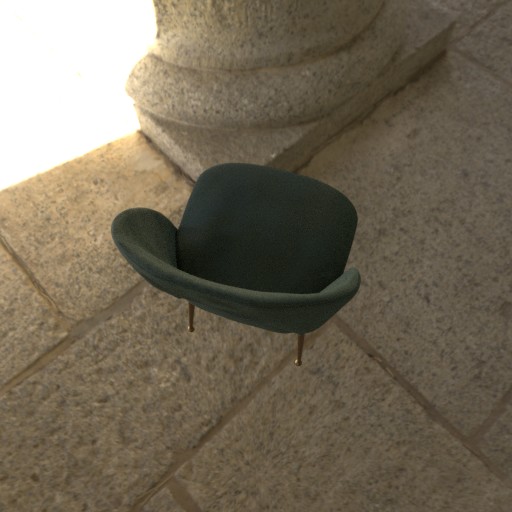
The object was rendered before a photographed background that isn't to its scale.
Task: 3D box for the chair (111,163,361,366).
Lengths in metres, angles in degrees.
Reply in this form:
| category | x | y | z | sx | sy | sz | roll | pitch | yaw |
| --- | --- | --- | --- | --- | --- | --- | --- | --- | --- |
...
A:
| category | x | y | z | sx | sy | sz | roll | pitch | yaw |
| --- | --- | --- | --- | --- | --- | --- | --- | --- | --- |
| chair | 0.000 | 0.000 | 1.215 | 0.527 | 0.860 | 0.577 | 16 | 65 | 8 |
